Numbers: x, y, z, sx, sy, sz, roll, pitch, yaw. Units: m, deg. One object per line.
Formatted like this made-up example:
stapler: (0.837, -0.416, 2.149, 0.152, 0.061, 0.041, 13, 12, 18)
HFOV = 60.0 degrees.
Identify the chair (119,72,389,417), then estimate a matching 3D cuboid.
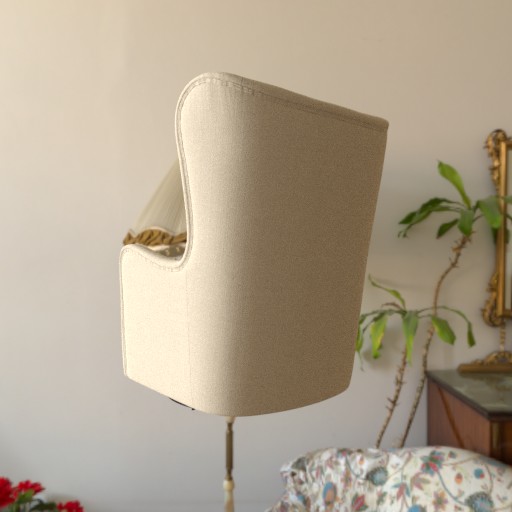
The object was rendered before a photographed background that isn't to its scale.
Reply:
chair: (0.000, 0.000, 1.753, 0.831, 1.079, 0.929, 0, 0, -37)
